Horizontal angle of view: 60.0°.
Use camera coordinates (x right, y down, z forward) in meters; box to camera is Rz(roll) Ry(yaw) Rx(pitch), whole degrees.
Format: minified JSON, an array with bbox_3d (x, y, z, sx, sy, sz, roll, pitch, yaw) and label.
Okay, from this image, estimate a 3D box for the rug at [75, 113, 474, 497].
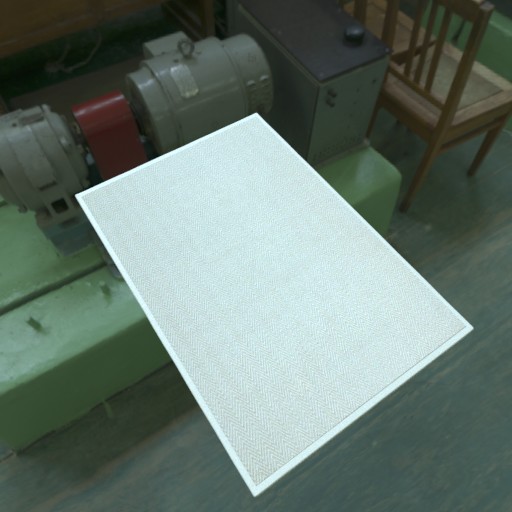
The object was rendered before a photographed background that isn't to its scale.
[{"bbox_3d":[0.000,0.000,2.820,1.532,0.017,2.244,-30,62,-17],"label":"rug"}]
